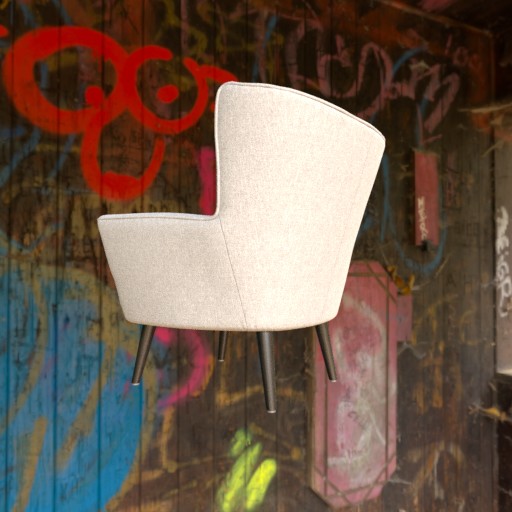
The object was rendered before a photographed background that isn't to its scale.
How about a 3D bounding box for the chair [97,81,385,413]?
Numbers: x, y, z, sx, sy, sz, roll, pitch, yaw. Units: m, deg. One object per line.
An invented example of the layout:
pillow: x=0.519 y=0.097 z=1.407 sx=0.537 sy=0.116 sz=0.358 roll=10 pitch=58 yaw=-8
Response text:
chair: x=0.000 y=0.000 z=1.612 sx=0.888 sy=0.933 sz=0.781 roll=-1 pitch=-1 yaw=35
